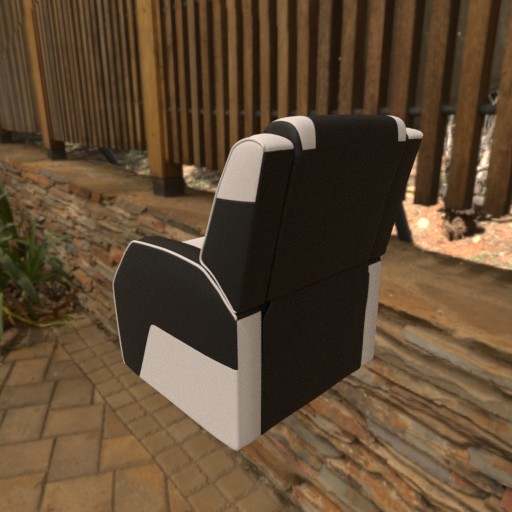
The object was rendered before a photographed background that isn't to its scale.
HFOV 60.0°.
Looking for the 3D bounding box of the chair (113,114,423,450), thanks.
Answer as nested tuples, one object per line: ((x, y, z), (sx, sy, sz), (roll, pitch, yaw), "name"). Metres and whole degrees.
((0.000, 0.000, 1.319), (0.620, 0.805, 0.672), (-17, 24, -42), "chair")
